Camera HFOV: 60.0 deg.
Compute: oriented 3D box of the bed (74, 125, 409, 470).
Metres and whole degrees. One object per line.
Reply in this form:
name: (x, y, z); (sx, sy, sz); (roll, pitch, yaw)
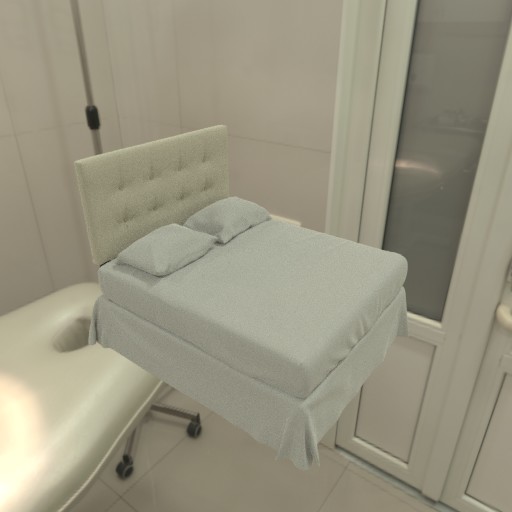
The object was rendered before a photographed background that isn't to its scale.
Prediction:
bed: (0.000, 0.000, 3.558); (2.222, 1.577, 1.936); (19, 33, 32)
